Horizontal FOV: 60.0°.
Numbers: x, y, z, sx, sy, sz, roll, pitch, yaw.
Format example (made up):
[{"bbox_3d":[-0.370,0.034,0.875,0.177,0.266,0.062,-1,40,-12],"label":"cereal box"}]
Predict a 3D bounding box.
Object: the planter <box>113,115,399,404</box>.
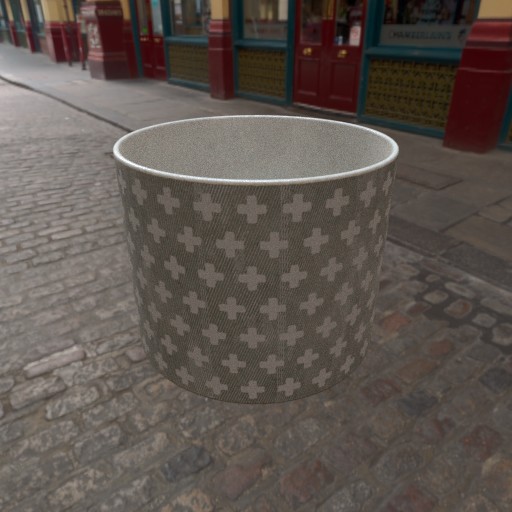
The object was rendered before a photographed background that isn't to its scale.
[{"bbox_3d":[0.000,0.000,0.457,0.250,0.239,0.250,0,27,0],"label":"planter"}]
